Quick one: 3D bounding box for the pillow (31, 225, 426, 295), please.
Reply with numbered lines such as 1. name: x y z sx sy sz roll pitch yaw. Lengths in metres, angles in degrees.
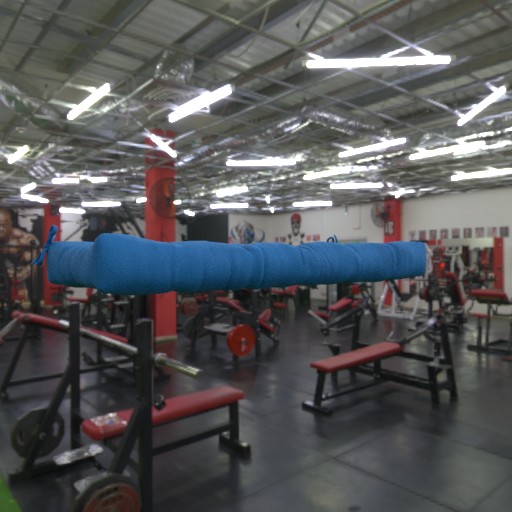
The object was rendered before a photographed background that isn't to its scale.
1. pillow: 0.000 0.000 1.373 1.194 0.174 0.511 0 0 -37
